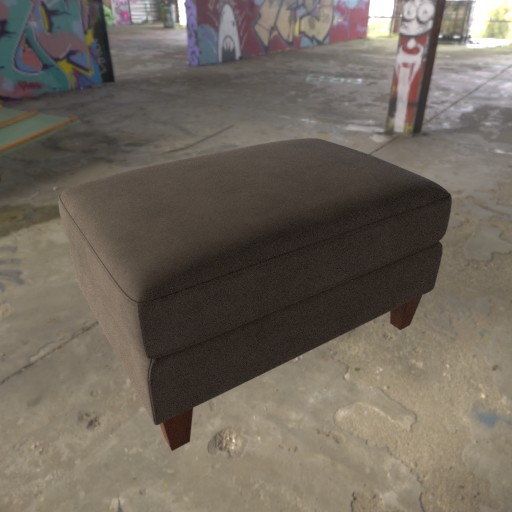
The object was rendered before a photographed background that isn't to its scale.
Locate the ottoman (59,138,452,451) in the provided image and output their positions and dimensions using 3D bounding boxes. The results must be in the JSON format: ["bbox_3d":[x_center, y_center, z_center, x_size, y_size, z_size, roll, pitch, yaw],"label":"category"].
[{"bbox_3d":[0.000,0.000,1.202,0.864,0.483,0.584,-19,36,-28],"label":"ottoman"}]
